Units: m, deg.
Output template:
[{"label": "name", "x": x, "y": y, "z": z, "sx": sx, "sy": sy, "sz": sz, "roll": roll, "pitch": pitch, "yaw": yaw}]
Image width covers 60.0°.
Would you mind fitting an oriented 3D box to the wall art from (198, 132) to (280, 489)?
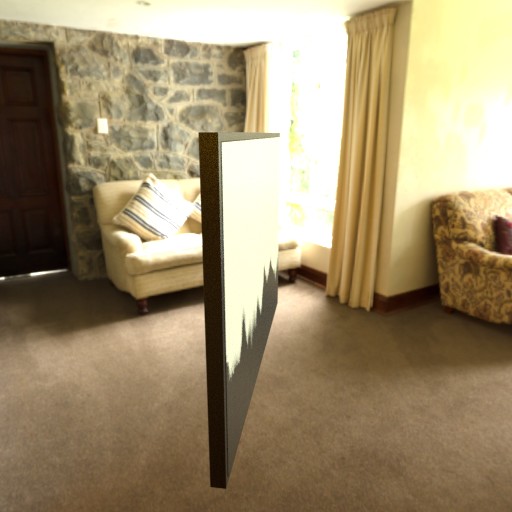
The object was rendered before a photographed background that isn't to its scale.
[{"label": "wall art", "x": 0.000, "y": 0.000, "z": 0.830, "sx": 0.022, "sy": 0.446, "sz": 0.659, "roll": 2, "pitch": 16, "yaw": 8}]
